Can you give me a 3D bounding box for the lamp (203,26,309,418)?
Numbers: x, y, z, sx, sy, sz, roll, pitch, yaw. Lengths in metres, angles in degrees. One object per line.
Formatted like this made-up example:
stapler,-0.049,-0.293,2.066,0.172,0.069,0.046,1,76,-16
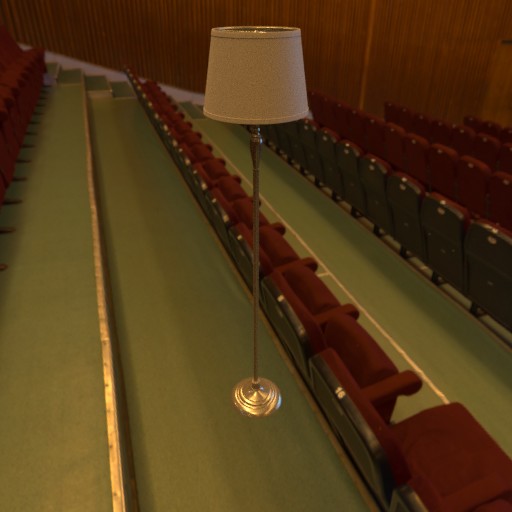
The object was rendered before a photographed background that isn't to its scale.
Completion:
lamp,0.000,0.000,1.649,0.327,1.506,0.327,-10,32,-17
